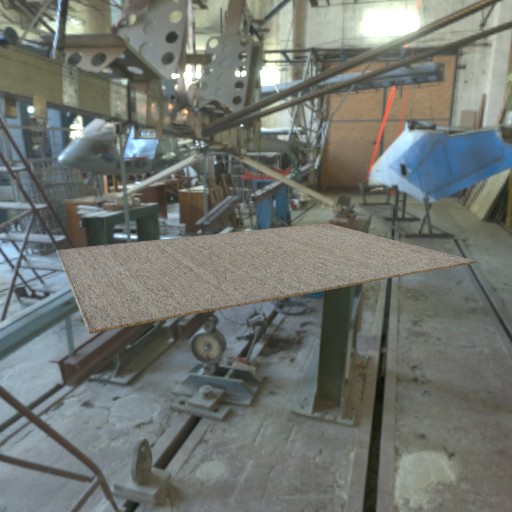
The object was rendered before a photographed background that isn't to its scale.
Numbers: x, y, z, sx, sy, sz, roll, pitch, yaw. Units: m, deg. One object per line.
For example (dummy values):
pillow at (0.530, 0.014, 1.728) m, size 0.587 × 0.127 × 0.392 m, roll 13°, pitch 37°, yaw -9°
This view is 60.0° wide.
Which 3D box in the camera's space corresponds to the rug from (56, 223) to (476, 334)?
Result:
rug at (0.000, 0.000, 2.895) m, size 2.283 × 0.013 × 1.547 m, roll -7°, pitch 16°, yaw -27°
